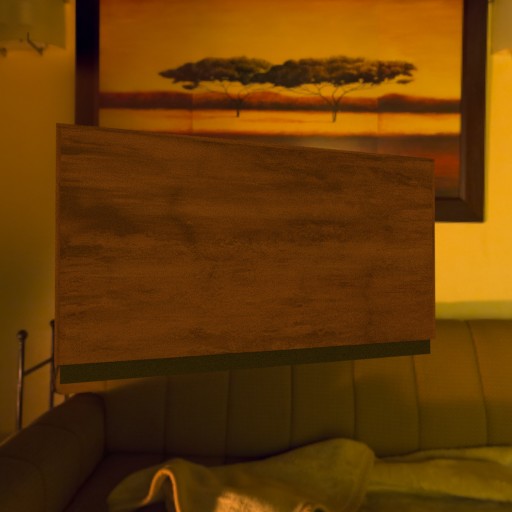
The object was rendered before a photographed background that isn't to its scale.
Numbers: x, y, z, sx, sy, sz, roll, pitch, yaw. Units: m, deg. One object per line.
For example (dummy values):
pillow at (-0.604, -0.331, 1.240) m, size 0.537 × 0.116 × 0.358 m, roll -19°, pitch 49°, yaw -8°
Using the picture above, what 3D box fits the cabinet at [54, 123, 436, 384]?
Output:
cabinet at (0.000, 0.000, 1.976) m, size 1.600 × 0.900 × 0.420 m, roll 0°, pitch -1°, yaw -19°
